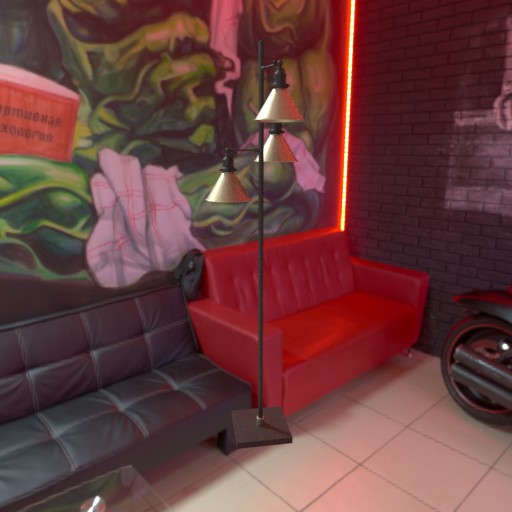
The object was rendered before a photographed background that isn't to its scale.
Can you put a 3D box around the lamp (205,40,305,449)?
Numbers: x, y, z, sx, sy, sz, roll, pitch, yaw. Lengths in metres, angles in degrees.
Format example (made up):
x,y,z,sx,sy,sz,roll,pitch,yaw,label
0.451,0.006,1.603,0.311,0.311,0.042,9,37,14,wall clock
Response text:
x,y,z,sx,sy,sz,roll,pitch,yaw,label
0.000,0.000,1.910,0.415,1.716,0.428,-2,14,-9,lamp
